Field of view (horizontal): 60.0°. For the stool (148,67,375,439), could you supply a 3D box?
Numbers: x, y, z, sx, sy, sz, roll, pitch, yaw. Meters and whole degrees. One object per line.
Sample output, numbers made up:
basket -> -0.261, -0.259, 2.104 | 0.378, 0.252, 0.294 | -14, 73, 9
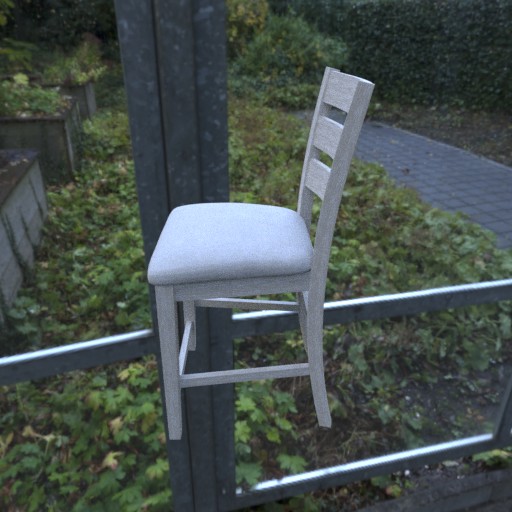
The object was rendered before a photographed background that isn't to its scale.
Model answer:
stool -> 0.000, 0.000, 1.347 | 0.569, 1.032, 0.484 | -1, 27, -1
